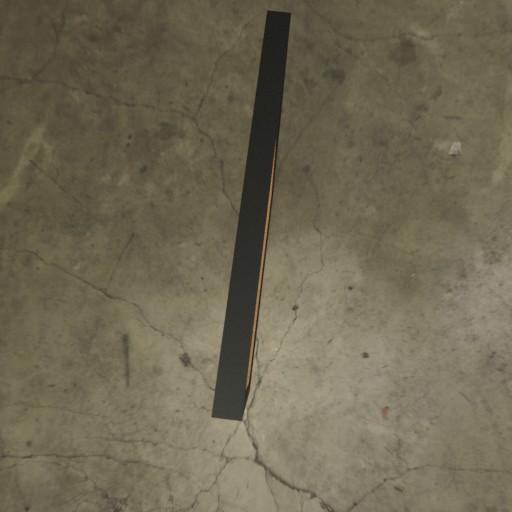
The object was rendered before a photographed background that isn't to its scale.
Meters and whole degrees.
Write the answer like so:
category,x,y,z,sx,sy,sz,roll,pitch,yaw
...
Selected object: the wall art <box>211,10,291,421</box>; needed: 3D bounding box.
category,x,y,z,sx,sy,sz,roll,pitch,yaw
wall art,0.000,0.000,0.738,0.029,0.559,0.457,7,76,2
